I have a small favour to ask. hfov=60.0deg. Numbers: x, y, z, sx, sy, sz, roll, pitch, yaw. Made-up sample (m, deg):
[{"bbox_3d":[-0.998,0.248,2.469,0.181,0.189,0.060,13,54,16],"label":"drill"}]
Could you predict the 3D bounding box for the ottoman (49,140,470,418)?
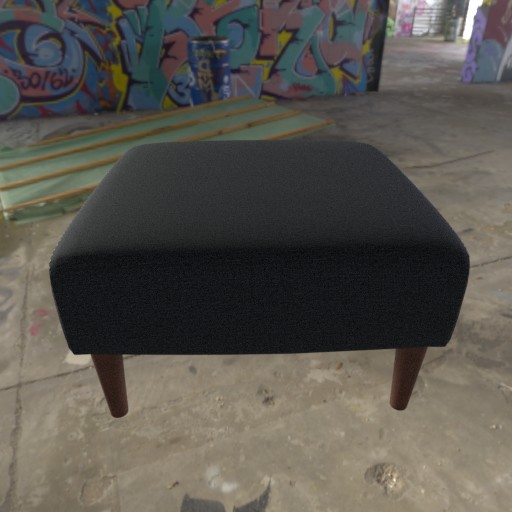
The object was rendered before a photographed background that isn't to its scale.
[{"bbox_3d":[0.000,0.000,1.003,0.650,0.398,0.649,-1,30,-2],"label":"ottoman"}]
